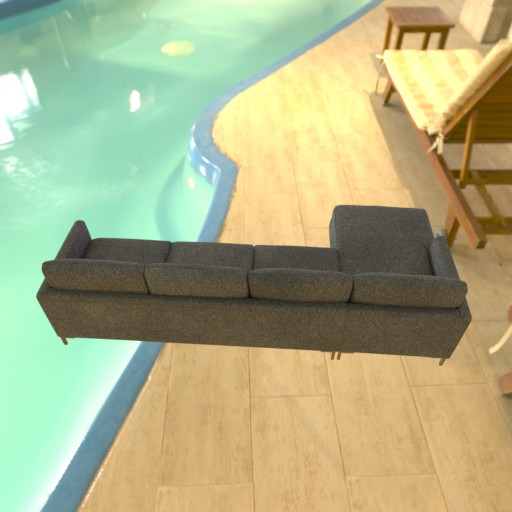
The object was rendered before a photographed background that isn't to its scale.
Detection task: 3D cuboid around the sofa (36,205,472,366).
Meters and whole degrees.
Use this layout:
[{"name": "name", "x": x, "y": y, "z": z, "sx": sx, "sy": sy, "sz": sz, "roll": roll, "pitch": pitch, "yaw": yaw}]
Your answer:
[{"name": "sofa", "x": 0.000, "y": 0.000, "z": 3.501, "sx": 2.932, "sy": 0.810, "sz": 1.350, "roll": 3, "pitch": 46, "yaw": 3}]
